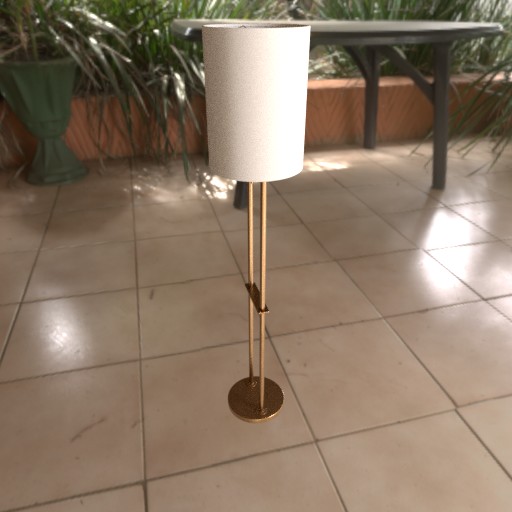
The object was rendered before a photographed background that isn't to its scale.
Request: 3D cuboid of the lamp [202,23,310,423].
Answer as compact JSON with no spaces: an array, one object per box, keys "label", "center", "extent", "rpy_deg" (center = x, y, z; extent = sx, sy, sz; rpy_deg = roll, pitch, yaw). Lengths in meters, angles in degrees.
[{"label":"lamp","center":[0.000,0.000,1.624],"extent":[0.305,1.500,0.306],"rpy_deg":[-8,31,-14]}]
